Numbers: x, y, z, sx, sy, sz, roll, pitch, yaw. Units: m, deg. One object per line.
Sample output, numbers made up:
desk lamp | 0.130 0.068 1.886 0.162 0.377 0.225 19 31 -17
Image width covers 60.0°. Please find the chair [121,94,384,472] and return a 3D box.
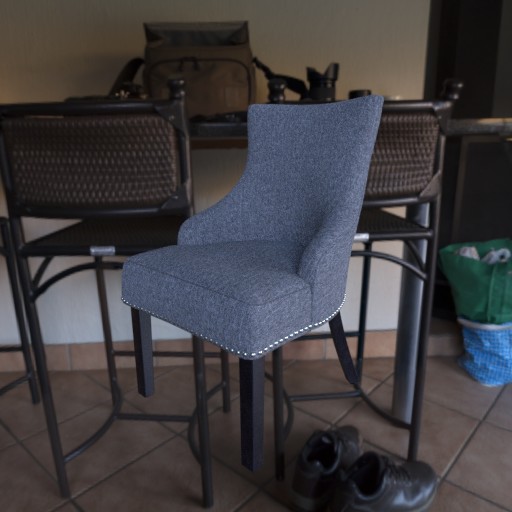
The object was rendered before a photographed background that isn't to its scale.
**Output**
chair | 0.000 0.000 1.319 0.566 0.909 0.629 13 20 42
